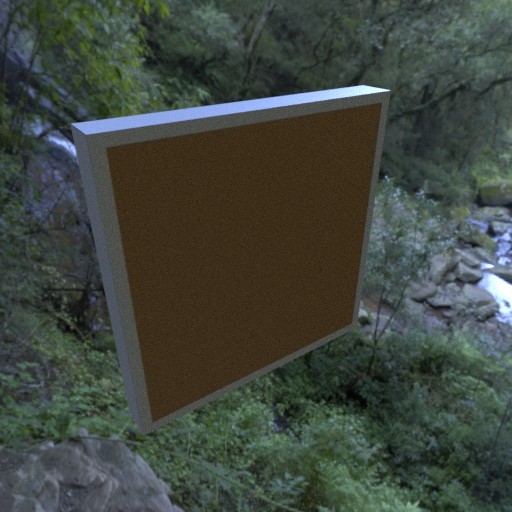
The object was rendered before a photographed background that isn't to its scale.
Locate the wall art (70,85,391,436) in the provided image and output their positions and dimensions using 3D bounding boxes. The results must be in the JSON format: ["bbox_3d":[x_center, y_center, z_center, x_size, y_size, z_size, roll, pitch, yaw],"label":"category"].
[{"bbox_3d":[0.000,0.000,0.462,0.305,0.305,0.038,-19,35,-29],"label":"wall art"}]
